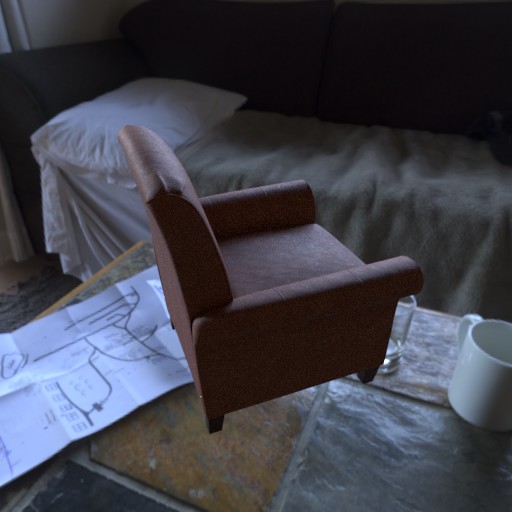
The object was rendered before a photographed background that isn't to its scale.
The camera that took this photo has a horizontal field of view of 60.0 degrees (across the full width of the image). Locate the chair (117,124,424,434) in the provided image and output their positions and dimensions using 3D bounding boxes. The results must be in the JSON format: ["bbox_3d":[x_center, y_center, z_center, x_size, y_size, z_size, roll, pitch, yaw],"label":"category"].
[{"bbox_3d":[0.000,0.000,1.824,0.902,1.061,0.978,-11,32,-18],"label":"chair"}]
